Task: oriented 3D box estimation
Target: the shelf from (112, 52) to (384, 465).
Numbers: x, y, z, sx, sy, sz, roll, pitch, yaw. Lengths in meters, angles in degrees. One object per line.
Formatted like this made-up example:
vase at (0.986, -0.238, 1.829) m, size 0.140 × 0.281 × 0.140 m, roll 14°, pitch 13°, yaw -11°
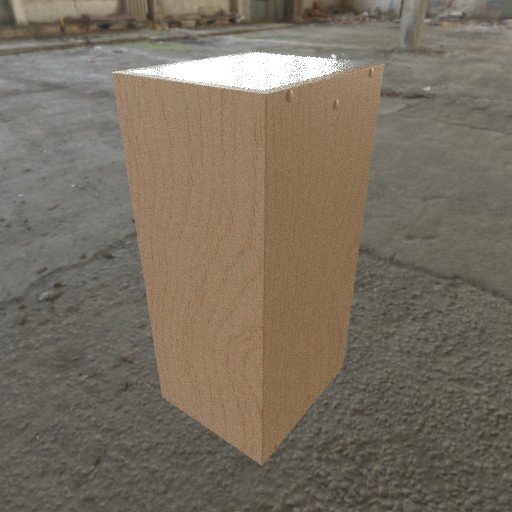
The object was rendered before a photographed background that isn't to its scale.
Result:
shelf at (0.000, 0.000, 0.760) m, size 0.250 × 0.600 × 0.290 m, roll 21°, pitch 37°, yaw 31°
